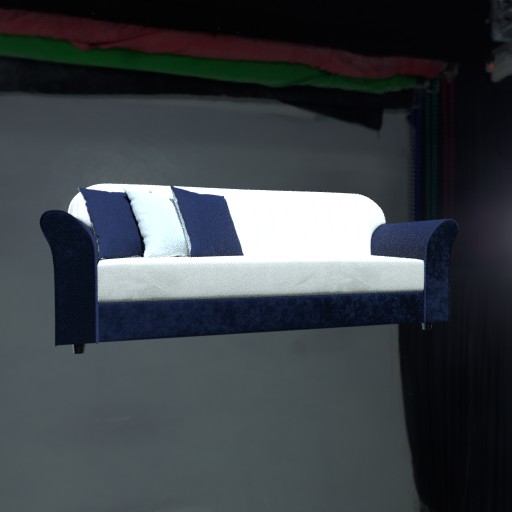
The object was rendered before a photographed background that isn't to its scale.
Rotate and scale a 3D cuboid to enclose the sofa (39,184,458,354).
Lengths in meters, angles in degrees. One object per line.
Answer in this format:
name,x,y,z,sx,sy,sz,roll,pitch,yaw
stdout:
sofa,0.000,0.000,2.383,2.006,0.789,0.749,0,1,-18
